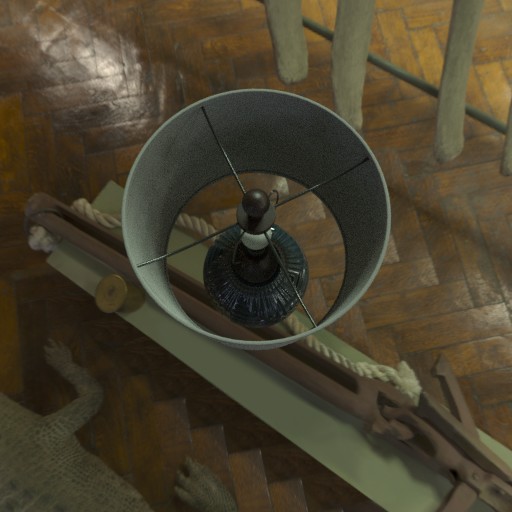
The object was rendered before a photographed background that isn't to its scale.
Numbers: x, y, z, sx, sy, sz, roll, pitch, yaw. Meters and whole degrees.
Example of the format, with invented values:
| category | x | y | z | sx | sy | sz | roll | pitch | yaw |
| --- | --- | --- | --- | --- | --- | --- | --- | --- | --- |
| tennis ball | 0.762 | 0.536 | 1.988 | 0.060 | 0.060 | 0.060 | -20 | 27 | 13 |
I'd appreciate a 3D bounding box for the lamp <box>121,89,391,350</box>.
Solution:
| category | x | y | z | sx | sy | sz | roll | pitch | yaw |
| --- | --- | --- | --- | --- | --- | --- | --- | --- | --- |
| lamp | 0.000 | 0.000 | 0.764 | 0.318 | 0.567 | 0.318 | 0 | 77 | 0 |
